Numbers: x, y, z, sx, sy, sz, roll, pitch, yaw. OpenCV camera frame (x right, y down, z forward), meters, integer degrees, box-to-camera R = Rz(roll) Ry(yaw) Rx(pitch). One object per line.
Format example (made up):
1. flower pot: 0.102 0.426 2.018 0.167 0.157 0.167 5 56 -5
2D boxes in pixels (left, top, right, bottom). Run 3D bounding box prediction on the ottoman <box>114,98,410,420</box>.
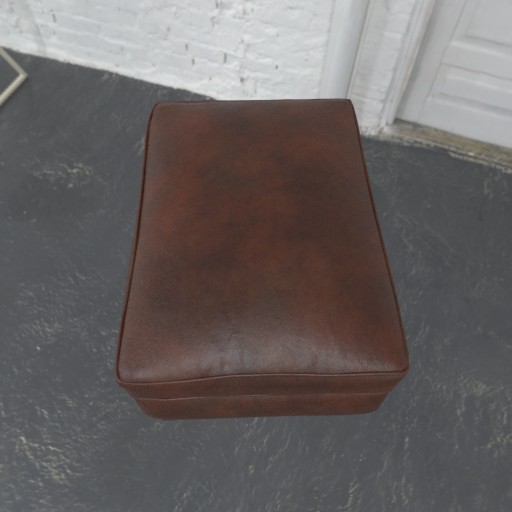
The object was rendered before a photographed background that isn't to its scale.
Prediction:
1. ottoman: 0.000 0.000 0.982 0.501 0.432 0.665 -1 58 -1
